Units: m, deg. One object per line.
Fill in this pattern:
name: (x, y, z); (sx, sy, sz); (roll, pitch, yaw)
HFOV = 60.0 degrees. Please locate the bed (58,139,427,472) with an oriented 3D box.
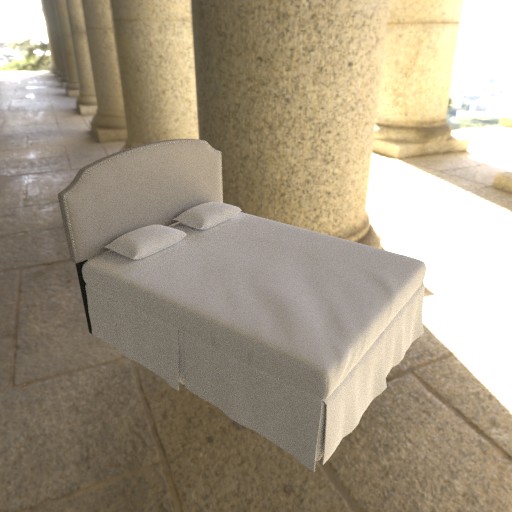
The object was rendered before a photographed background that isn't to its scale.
bed: (0.000, 0.000, 3.000); (1.999, 1.270, 1.558); (18, 31, 32)
